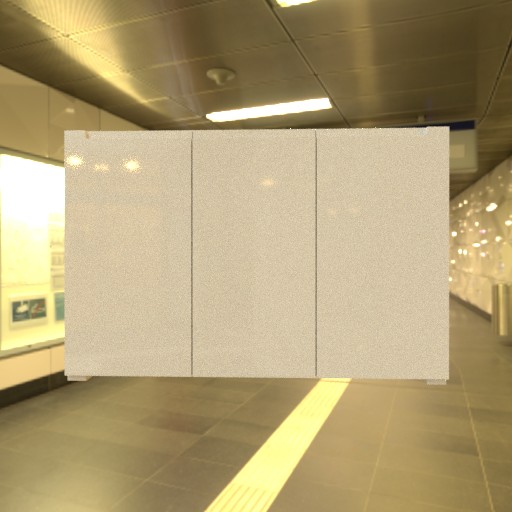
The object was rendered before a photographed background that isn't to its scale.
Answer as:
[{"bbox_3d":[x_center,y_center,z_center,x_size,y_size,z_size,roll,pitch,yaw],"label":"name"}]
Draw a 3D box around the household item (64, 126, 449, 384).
[{"bbox_3d":[0.000,0.000,1.707,1.300,0.867,0.420,0,0,2],"label":"household item"}]
